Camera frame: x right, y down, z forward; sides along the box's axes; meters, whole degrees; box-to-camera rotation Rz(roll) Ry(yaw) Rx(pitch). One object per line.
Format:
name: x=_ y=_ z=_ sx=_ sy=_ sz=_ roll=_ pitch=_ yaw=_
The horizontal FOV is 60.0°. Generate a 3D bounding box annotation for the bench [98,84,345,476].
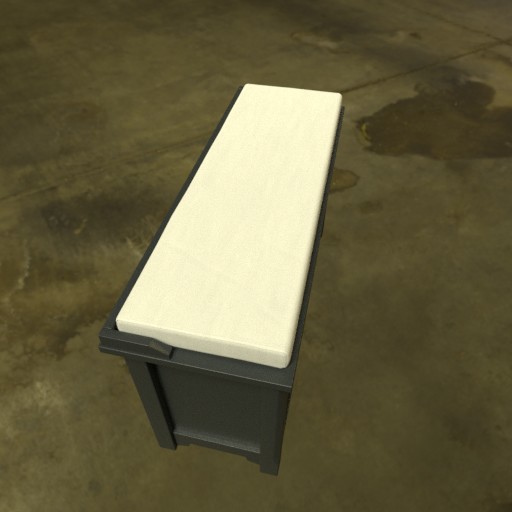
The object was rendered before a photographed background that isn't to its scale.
bench: x=0.000 y=0.000 z=1.236 sx=0.345 sy=0.561 sz=0.973 roll=9 pitch=47 yaw=9
